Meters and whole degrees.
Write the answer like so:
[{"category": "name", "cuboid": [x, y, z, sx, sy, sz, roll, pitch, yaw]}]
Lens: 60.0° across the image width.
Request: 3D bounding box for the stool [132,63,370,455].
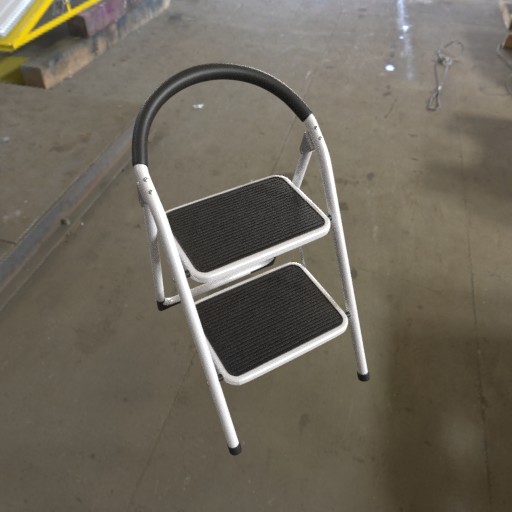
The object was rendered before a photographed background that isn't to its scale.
[{"category": "stool", "cuboid": [0.000, 0.000, 1.102, 0.453, 0.760, 0.559, -22, 50, -20]}]
